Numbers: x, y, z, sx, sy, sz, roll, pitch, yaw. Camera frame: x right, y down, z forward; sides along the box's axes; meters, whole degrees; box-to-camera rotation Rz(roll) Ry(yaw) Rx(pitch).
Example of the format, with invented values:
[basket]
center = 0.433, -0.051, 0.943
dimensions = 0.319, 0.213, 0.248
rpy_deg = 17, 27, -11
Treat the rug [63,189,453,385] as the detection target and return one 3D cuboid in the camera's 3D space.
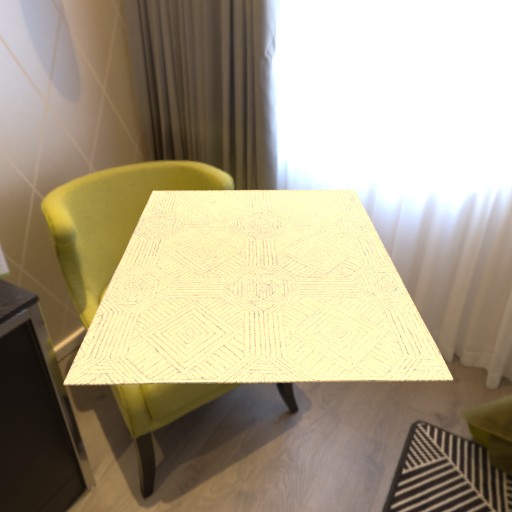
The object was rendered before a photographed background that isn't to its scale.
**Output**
[rug]
center = 0.000, 0.000, 4.078
dimensions = 2.457, 0.015, 3.049
rpy_deg = 0, 31, -1
